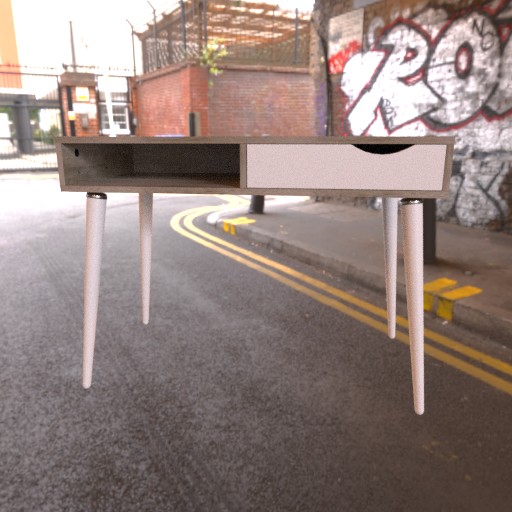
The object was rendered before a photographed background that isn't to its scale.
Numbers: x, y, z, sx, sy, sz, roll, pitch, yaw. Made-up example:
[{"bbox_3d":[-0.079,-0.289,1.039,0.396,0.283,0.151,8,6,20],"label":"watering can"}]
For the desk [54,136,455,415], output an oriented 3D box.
[{"bbox_3d":[0.000,0.000,1.389,0.979,0.723,0.491,2,15,8],"label":"desk"}]
